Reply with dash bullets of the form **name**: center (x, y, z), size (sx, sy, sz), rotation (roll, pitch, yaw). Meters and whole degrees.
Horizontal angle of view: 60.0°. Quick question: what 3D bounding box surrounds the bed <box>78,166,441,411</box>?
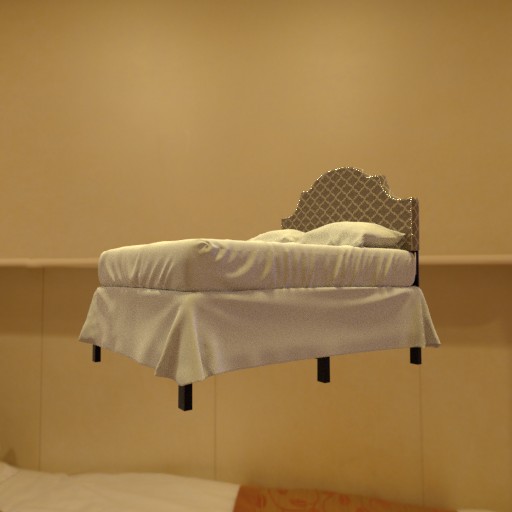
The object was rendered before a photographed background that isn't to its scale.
- **bed**: center (0.000, 0.000, 3.421), size (2.222, 1.633, 1.780), rotation (2, -3, -36)
